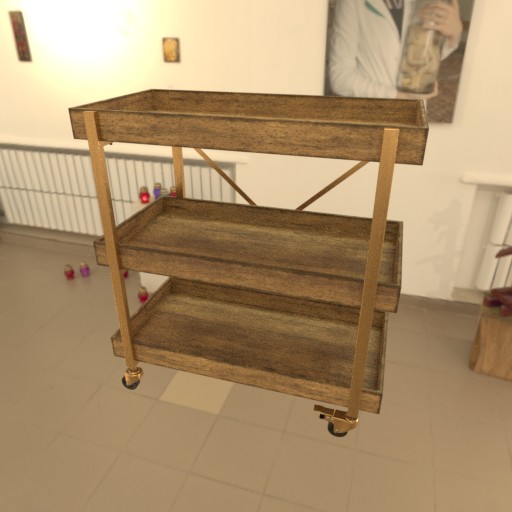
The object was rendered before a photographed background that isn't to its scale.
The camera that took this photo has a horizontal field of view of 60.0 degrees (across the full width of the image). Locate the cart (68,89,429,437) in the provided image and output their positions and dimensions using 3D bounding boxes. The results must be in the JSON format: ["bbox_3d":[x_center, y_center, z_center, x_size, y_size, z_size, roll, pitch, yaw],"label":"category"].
[{"bbox_3d":[0.000,0.000,1.215,0.750,0.799,0.416,8,28,15],"label":"cart"}]
